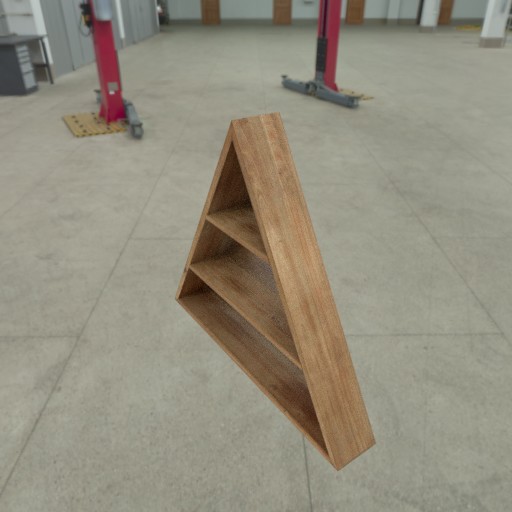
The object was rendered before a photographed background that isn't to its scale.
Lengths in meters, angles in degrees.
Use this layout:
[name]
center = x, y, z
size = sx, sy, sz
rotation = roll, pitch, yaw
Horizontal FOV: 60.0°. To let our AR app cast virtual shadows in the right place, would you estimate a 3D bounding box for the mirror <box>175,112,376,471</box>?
[mirror]
center = 0.000, 0.000, 0.885
size = 0.100, 0.548, 0.631
rotation = -20, 36, -30
